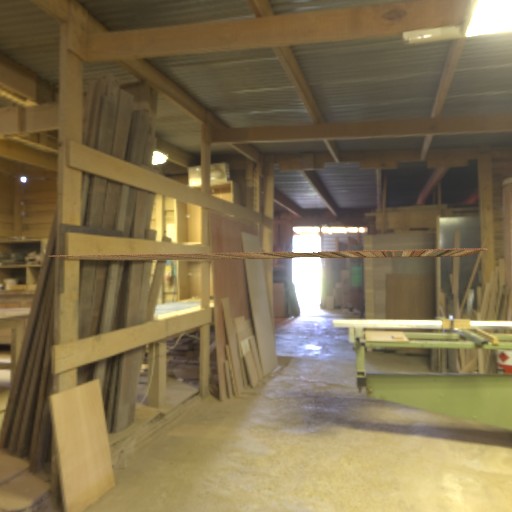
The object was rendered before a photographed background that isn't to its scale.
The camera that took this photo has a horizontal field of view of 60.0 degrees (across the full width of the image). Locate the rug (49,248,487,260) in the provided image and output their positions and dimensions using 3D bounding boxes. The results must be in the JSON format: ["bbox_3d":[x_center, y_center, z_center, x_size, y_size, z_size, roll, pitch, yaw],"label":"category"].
[{"bbox_3d":[0.000,0.000,2.737,2.444,0.010,0.799,-1,-2,18],"label":"rug"}]
